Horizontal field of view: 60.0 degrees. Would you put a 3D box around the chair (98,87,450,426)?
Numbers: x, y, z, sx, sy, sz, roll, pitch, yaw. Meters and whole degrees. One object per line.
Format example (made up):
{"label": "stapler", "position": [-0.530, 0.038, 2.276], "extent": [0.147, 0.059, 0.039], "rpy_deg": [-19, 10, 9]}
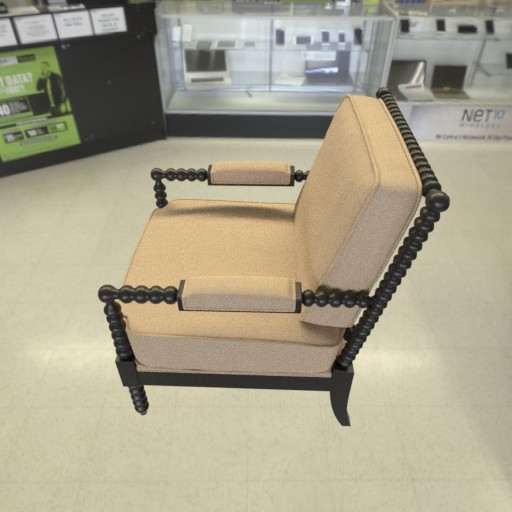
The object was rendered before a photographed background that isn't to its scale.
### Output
{"label": "chair", "position": [0.000, 0.000, 1.138], "extent": [0.657, 0.703, 0.555], "rpy_deg": [1, 40, 2]}
